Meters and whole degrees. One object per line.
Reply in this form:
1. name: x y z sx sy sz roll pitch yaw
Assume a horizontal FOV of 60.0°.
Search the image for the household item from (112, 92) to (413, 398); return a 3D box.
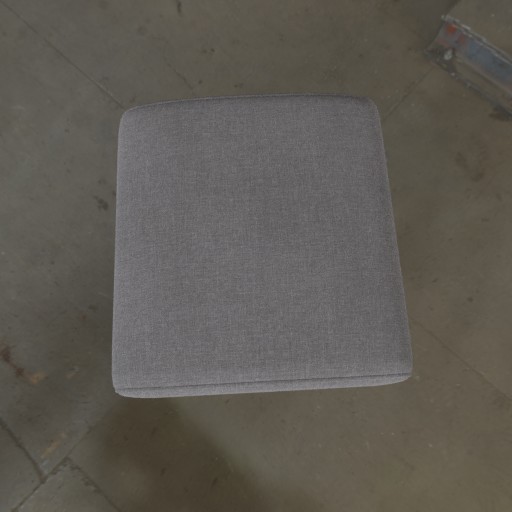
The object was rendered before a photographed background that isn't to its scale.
1. household item: 0.000 0.000 0.905 0.530 0.410 0.530 -3 75 -1
